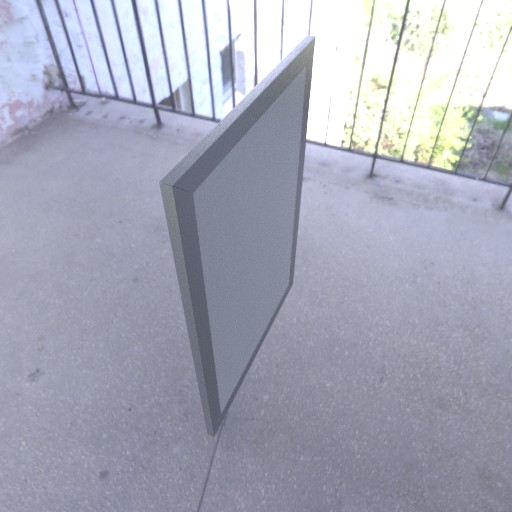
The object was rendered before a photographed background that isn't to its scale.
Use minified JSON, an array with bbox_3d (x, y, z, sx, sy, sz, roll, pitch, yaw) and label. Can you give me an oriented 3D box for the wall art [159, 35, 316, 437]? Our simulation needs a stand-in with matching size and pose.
[{"bbox_3d":[0.000,0.000,0.687,0.013,0.529,0.376,18,48,17],"label":"wall art"}]
